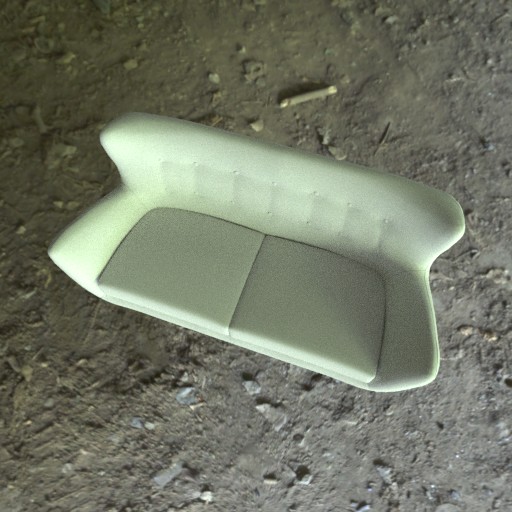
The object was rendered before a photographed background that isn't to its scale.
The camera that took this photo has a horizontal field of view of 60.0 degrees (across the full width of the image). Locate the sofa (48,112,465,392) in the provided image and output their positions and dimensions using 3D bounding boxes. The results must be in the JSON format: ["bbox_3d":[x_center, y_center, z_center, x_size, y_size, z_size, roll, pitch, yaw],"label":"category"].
[{"bbox_3d":[0.000,0.000,2.382,1.930,0.890,0.899,17,62,9],"label":"sofa"}]
